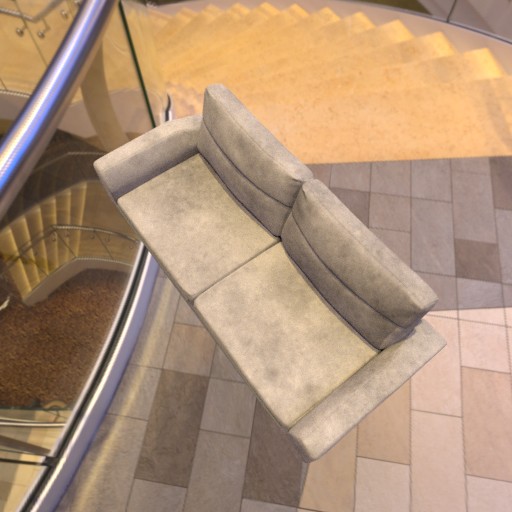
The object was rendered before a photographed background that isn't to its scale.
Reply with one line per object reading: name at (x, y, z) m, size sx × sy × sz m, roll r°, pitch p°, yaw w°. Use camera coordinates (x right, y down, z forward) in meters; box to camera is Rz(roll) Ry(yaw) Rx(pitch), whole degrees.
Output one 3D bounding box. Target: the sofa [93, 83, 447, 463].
sofa at (0.000, 0.000, 2.300) m, size 0.849 × 0.859 × 1.837 m, roll -34°, pitch 68°, yaw -16°
